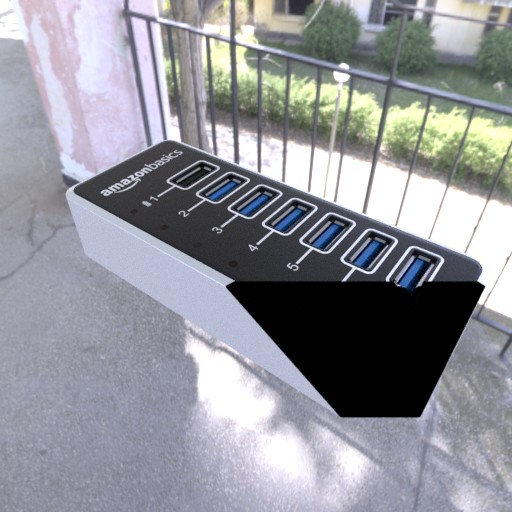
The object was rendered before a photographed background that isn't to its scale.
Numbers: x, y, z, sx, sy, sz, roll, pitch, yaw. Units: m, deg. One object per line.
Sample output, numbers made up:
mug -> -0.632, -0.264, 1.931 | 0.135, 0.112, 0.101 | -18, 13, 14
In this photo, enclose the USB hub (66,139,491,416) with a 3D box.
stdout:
USB hub -> 0.000, 0.000, 0.124 | 0.110, 0.023, 0.044 | 27, 48, 27
